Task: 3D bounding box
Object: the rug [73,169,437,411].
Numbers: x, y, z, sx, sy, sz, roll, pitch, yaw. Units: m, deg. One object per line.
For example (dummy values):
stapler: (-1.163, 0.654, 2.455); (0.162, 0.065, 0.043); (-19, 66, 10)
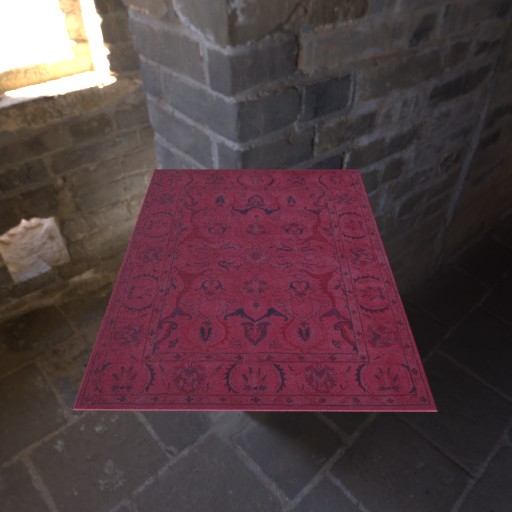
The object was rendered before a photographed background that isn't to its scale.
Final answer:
rug: (0.000, 0.000, 3.886); (2.300, 0.012, 2.929); (0, 42, 0)
